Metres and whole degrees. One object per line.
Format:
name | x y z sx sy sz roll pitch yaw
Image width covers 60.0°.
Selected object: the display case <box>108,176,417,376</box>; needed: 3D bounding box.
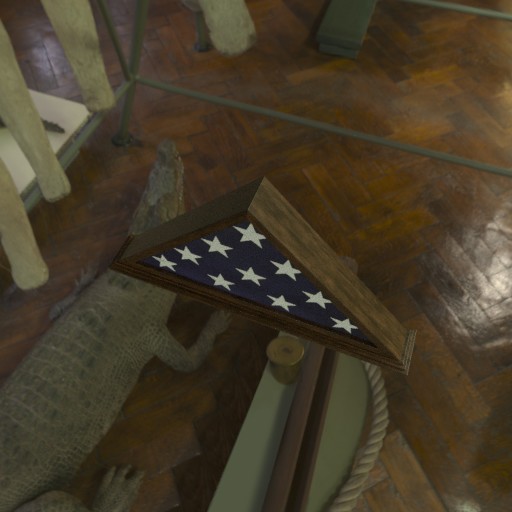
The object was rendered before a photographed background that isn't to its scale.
display case | 0.000 0.000 0.766 0.640 0.340 0.095 18 60 11
